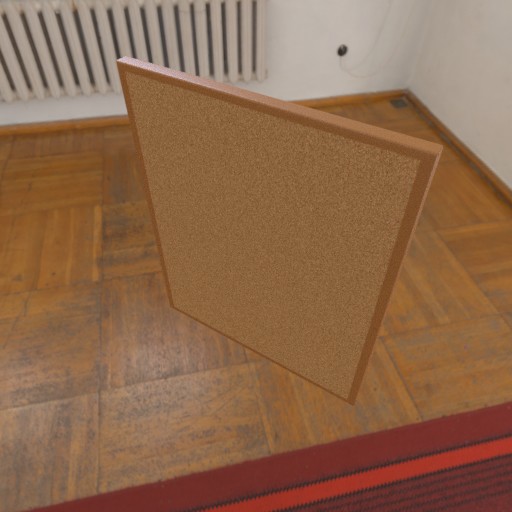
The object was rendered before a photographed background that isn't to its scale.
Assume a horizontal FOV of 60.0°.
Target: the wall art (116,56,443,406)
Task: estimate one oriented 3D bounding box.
[{"bbox_3d":[0.000,0.000,0.739,0.452,0.553,0.022,24,50,22],"label":"wall art"}]
